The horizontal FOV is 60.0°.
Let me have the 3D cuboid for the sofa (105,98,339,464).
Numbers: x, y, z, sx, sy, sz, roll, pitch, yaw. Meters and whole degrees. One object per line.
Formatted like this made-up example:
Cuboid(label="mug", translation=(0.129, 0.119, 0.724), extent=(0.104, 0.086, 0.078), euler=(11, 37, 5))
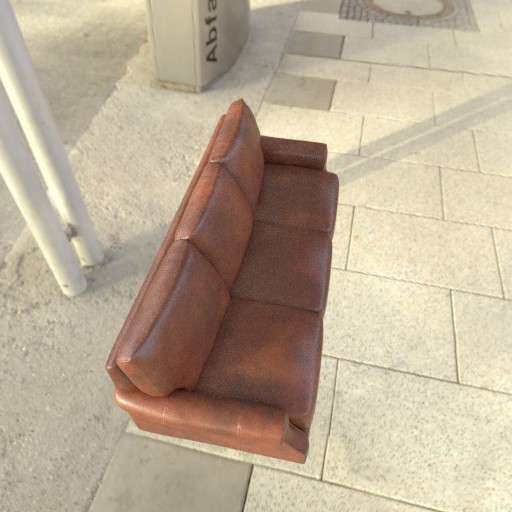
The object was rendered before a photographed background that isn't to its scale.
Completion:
Cuboid(label="sofa", translation=(0.000, 0.000, 2.841), extent=(0.973, 0.977, 2.351), euler=(8, 48, 7))
